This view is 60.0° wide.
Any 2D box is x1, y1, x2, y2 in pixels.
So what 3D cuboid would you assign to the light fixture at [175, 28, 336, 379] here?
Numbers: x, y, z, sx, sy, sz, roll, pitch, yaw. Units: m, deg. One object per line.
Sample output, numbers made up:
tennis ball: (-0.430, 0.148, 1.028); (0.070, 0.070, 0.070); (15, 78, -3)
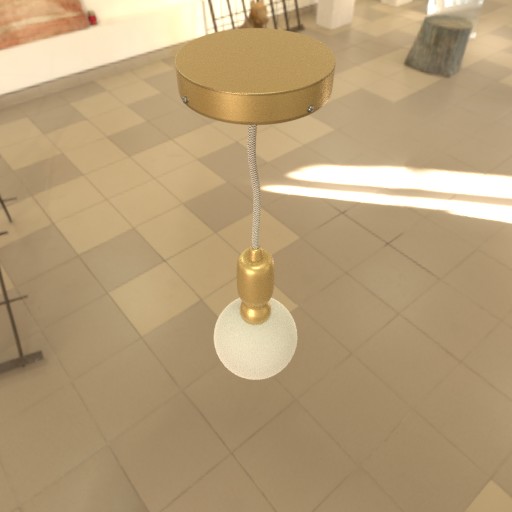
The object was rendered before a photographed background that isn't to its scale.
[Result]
light fixture: (0.000, 0.000, 0.579); (0.147, 0.510, 0.146); (-31, 53, -27)
